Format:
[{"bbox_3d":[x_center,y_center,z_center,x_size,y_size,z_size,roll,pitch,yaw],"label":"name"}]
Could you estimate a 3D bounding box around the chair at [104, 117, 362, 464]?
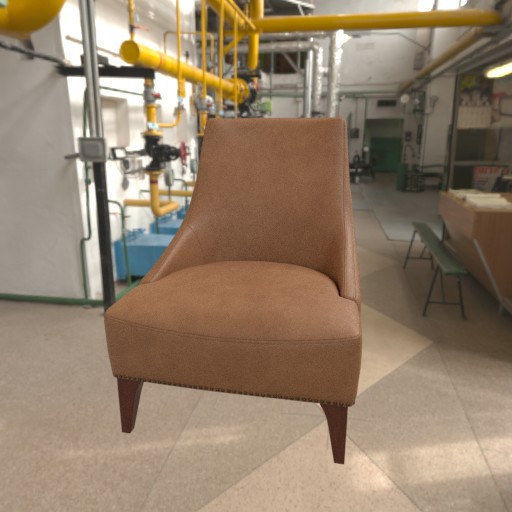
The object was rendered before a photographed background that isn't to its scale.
[{"bbox_3d":[0.000,0.000,1.492,0.701,0.909,0.861,3,16,11],"label":"chair"}]
